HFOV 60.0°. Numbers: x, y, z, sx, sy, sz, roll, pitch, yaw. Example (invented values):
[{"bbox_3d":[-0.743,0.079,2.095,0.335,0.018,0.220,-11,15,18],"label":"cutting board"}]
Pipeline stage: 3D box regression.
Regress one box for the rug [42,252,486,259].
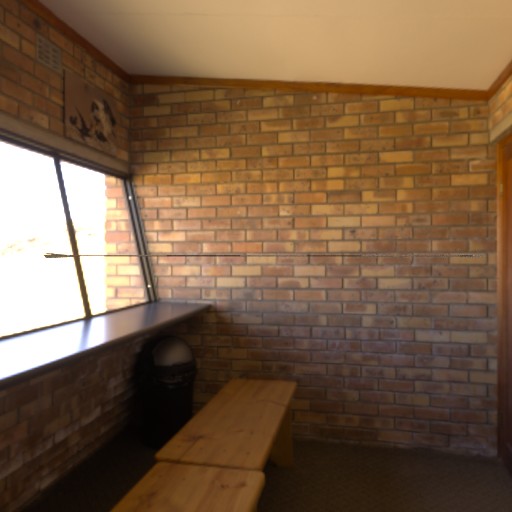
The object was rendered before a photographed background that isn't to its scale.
[{"bbox_3d":[0.000,0.000,2.434,2.021,0.027,1.224,0,0,-20],"label":"rug"}]
